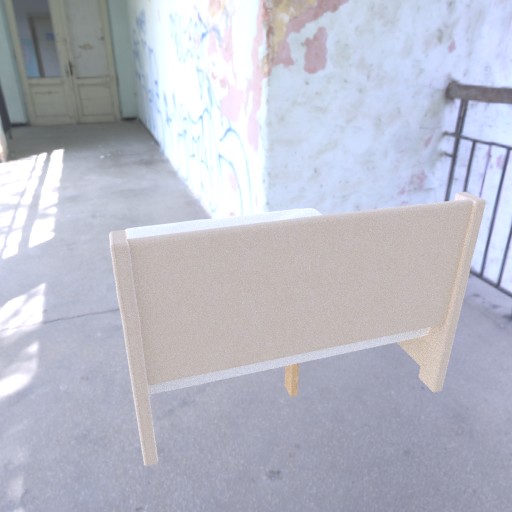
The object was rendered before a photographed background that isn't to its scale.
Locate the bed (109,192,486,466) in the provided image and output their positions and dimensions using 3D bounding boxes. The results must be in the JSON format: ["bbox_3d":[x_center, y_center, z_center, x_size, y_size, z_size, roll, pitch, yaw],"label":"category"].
[{"bbox_3d":[0.000,0.000,3.625,2.145,1.471,2.293,-8,27,-16],"label":"bed"}]
